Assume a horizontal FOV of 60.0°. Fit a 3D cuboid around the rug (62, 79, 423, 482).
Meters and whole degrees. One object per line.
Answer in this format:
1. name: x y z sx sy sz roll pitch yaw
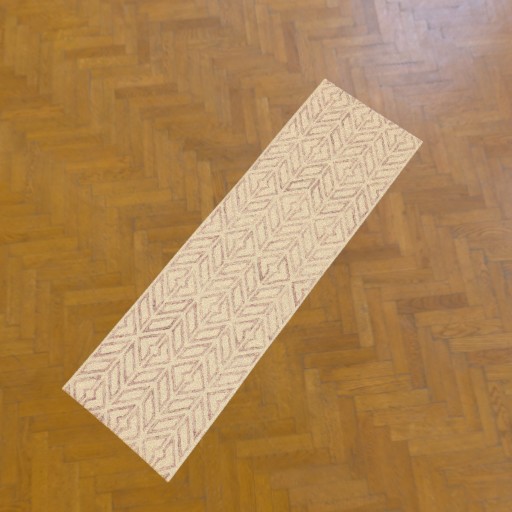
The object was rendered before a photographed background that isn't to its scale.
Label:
1. rug: 0.000 0.000 2.566 0.750 0.009 2.435 37 78 9
